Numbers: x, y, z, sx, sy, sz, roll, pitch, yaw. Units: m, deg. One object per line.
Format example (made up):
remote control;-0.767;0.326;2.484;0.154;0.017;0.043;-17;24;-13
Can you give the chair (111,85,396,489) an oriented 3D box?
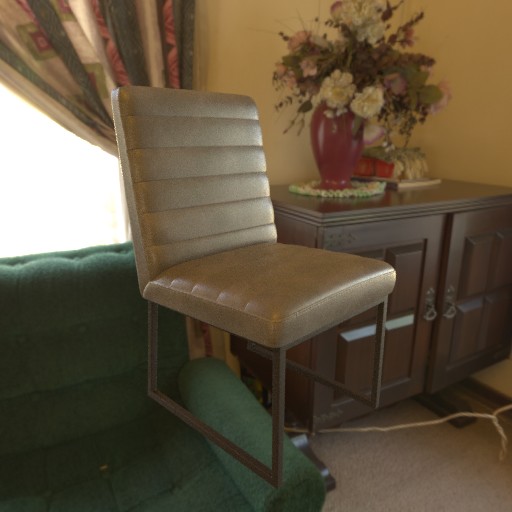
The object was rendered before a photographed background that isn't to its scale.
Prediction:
chair;0.000;0.000;1.276;0.634;0.930;0.520;15;21;43
